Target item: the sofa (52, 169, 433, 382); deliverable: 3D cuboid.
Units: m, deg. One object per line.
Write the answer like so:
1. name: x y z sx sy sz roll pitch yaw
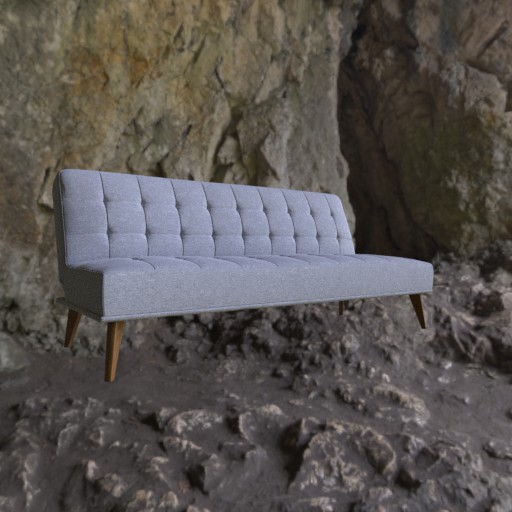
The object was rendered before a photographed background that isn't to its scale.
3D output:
1. sofa: 0.000 0.000 2.275 1.800 0.810 0.860 -1 1 -35
